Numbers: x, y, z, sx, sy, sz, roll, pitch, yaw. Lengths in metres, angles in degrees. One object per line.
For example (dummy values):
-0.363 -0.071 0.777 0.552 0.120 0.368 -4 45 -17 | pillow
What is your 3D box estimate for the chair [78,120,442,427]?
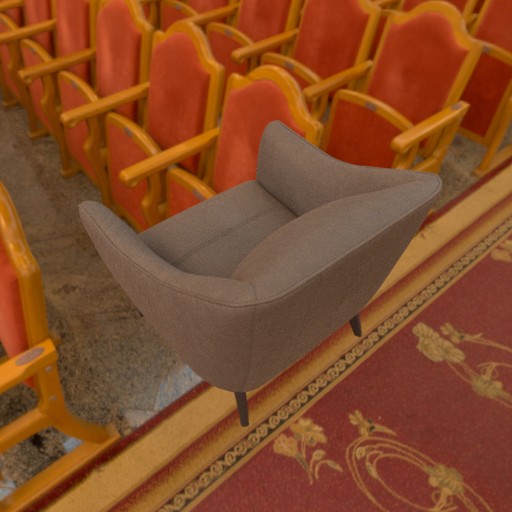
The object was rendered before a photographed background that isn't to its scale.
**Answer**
0.000 0.000 1.548 0.871 0.830 0.852 -30 54 -26 | chair
